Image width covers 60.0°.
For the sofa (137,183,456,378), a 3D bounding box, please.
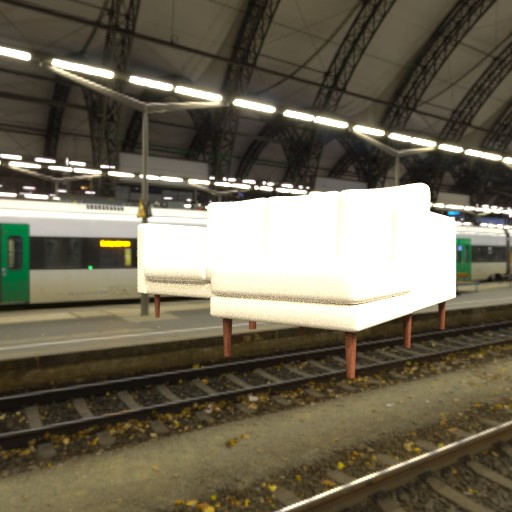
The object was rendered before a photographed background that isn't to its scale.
[{"bbox_3d":[0.000,0.000,2.788,2.029,0.899,1.580,0,0,36],"label":"sofa"}]
